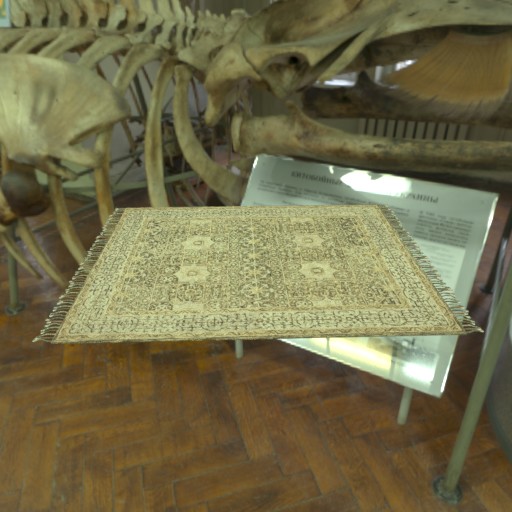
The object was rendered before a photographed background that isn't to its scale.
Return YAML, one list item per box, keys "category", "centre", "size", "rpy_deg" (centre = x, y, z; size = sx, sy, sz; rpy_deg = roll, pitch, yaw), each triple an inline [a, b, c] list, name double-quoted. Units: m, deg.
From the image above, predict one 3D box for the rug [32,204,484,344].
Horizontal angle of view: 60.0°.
- category: "rug"
  centre: [0.000, 0.000, 4.266]
  size: [3.291, 0.017, 2.431]
  rpy_deg: [-1, 30, -2]
